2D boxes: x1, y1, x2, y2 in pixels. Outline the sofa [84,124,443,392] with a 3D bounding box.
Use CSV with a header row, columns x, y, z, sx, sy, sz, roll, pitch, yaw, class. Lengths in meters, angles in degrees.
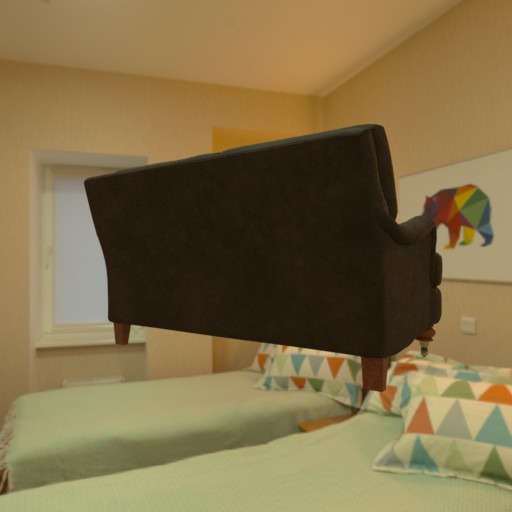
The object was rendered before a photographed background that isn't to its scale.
x,y,z,sx,sy,sz,roll,pitch,yaw,class
0.000,0.000,2.550,1.853,1.101,1.084,0,0,36,sofa
